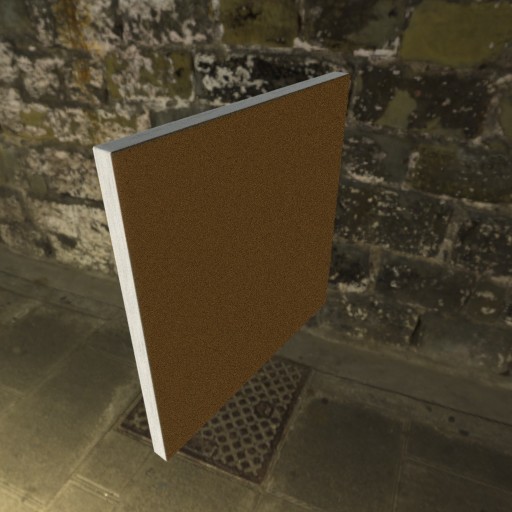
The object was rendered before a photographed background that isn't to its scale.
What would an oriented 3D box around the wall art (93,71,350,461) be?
[{"bbox_3d":[0.000,0.000,1.891,0.078,1.288,1.287,22,39,31],"label":"wall art"}]
